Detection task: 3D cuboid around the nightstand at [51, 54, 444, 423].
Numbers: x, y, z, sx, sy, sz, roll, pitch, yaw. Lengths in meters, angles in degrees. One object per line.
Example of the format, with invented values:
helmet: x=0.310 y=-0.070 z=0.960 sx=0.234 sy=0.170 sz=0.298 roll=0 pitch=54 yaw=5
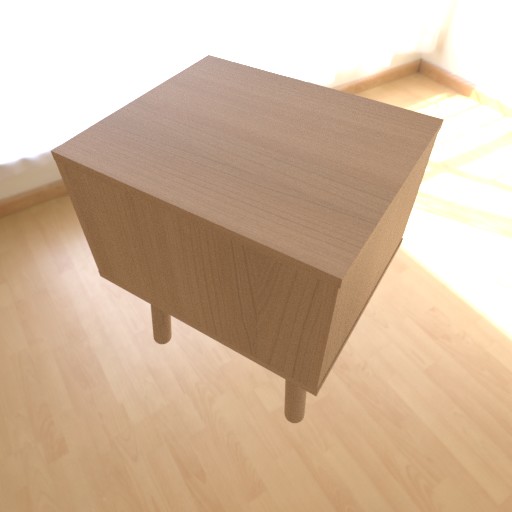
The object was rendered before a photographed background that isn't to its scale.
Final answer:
nightstand: x=0.000 y=0.000 z=0.852 sx=0.450 sy=0.530 sz=0.380 roll=24 pitch=52 yaw=21
